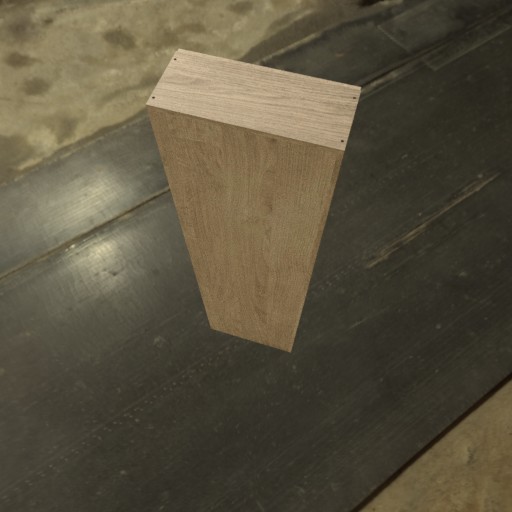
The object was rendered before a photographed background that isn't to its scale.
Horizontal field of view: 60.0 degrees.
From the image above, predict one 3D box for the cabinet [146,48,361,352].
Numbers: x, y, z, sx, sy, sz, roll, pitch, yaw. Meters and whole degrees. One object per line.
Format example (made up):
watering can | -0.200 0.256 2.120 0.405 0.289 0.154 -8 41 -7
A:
cabinet | 0.000 0.000 1.909 0.500 1.790 0.230 15 64 8
